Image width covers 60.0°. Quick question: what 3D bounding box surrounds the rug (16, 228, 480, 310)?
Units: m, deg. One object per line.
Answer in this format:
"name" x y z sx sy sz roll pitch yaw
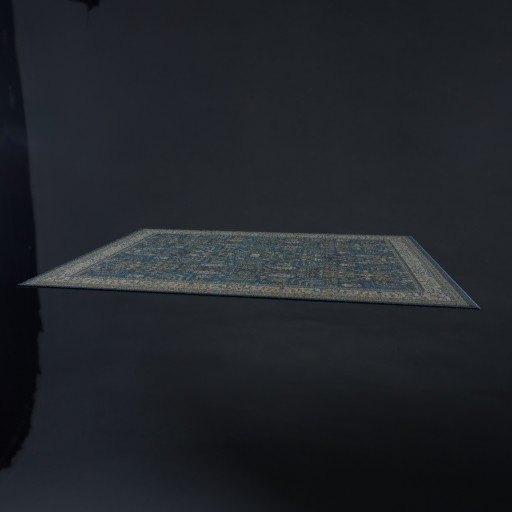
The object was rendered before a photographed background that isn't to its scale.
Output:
"rug" 0.000 0.000 3.927 3.044 0.015 2.226 2 14 8
